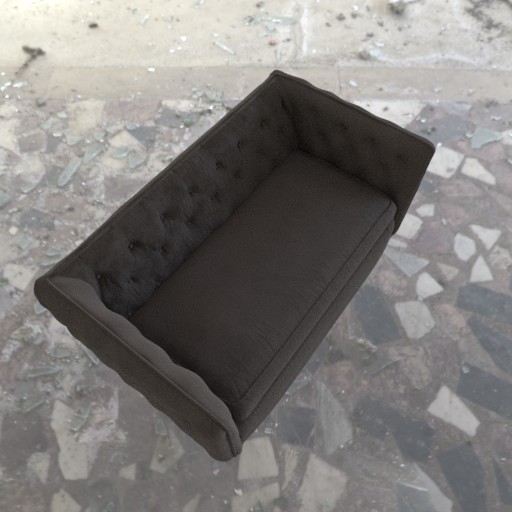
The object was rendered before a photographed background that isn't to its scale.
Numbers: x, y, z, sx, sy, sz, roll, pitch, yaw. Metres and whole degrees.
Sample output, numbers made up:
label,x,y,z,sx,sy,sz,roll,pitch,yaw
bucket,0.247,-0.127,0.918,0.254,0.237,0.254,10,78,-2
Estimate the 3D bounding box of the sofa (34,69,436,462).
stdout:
label,x,y,z,sx,sy,sz,roll,pitch,yaw
sofa,0.000,0.000,2.095,0.909,0.810,1.583,33,64,18
